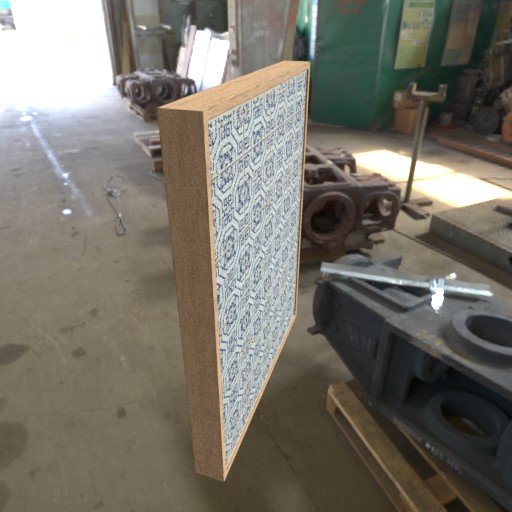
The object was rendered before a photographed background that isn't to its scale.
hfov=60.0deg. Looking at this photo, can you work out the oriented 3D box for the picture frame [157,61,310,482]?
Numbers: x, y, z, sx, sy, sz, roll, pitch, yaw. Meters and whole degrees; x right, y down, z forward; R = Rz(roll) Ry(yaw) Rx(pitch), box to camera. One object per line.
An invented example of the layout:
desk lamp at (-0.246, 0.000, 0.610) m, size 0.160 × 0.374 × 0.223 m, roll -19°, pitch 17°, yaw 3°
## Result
picture frame at (0.000, 0.000, 0.699) m, size 0.046 × 0.526 × 0.421 m, roll 10°, pitch 31°, yaw 16°
